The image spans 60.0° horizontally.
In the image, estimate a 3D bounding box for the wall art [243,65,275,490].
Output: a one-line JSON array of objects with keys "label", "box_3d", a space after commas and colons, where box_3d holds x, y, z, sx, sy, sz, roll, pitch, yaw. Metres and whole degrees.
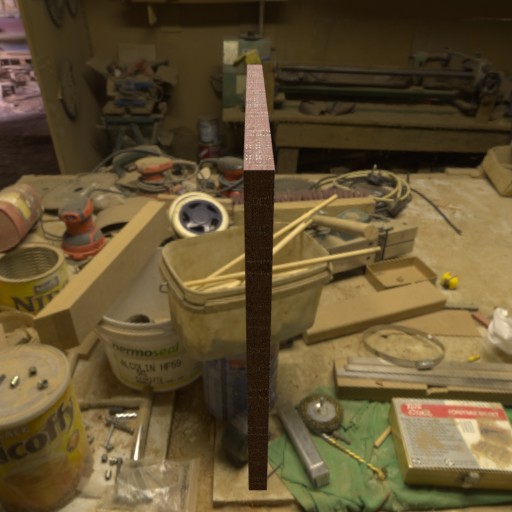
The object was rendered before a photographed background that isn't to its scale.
[{"label": "wall art", "box_3d": [0.000, 0.000, 0.772, 0.029, 0.531, 0.531, 0, 33, -1]}]
